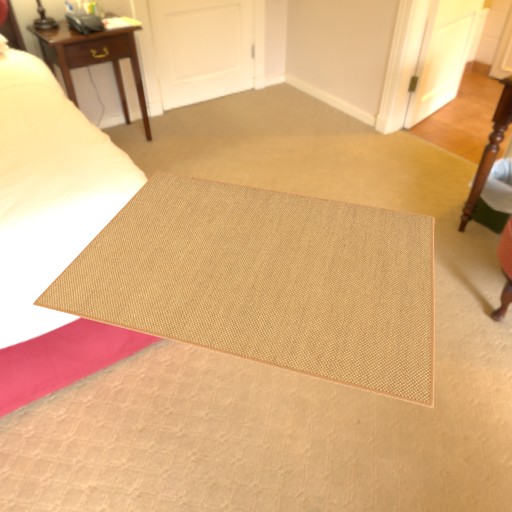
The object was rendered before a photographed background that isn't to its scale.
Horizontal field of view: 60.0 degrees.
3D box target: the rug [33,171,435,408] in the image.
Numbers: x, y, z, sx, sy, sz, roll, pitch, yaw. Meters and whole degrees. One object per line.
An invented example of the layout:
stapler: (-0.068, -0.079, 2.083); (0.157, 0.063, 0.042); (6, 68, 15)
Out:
rug: (0.000, 0.000, 2.768); (2.134, 0.013, 1.524); (11, 42, 13)
